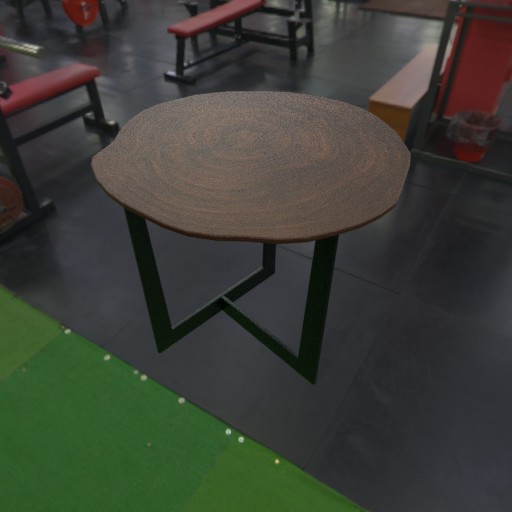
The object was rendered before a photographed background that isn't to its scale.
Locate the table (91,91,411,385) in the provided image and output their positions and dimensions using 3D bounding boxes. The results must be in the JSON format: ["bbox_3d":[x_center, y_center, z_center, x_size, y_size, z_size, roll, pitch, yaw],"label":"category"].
[{"bbox_3d":[0.000,0.000,0.870,0.494,0.476,0.477,25,47,26],"label":"table"}]
